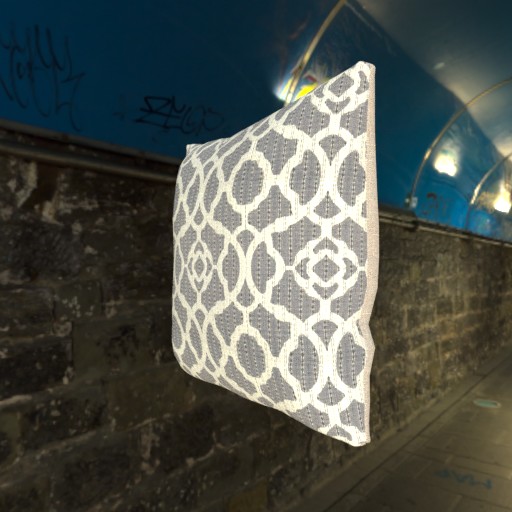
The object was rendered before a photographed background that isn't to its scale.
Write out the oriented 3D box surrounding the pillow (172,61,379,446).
[{"bbox_3d":[0.000,0.000,0.774,0.215,0.498,0.508,1,-1,-35],"label":"pillow"}]
